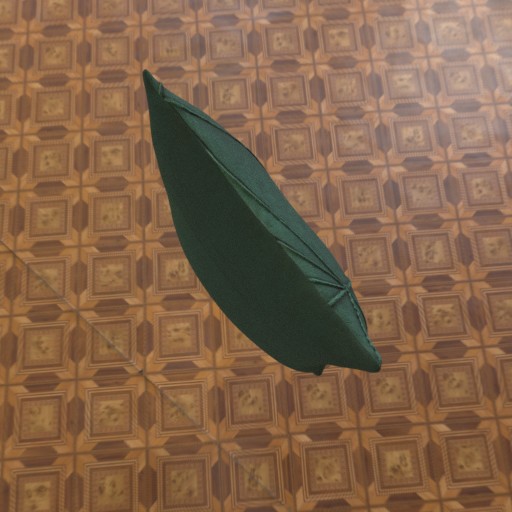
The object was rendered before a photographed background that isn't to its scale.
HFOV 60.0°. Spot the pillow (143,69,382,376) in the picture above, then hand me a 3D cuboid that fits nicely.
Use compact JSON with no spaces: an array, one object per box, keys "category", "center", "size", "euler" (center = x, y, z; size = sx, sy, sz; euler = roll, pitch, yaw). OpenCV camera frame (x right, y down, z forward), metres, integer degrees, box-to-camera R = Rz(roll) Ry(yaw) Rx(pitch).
[{"category":"pillow","center":[0.000,0.000,0.685],"size":[0.184,0.440,0.439],"euler":[-36,79,-8]}]
